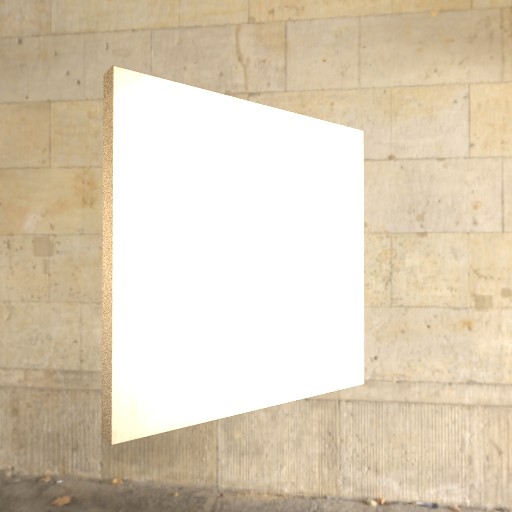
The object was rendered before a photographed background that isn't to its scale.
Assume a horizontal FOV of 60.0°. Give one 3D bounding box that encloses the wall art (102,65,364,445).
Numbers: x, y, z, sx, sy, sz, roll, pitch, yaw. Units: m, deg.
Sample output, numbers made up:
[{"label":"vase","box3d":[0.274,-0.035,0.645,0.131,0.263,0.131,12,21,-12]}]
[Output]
[{"label":"wall art","box3d":[0.000,0.000,0.753,0.503,0.506,0.040,1,-1,-36]}]
